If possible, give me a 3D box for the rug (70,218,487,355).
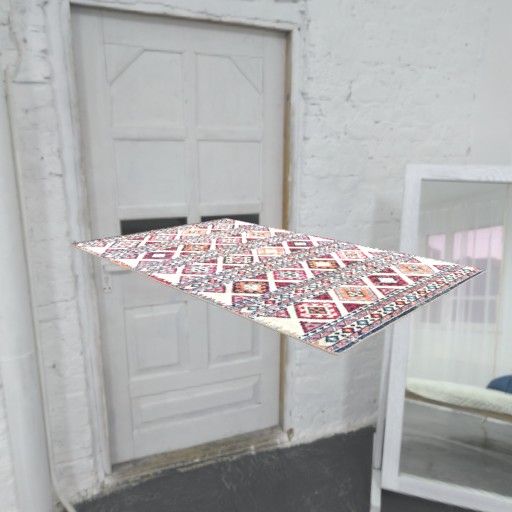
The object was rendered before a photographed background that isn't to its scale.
[{"bbox_3d":[0.000,0.000,3.000,1.545,0.010,2.440,-14,21,-42],"label":"rug"}]
